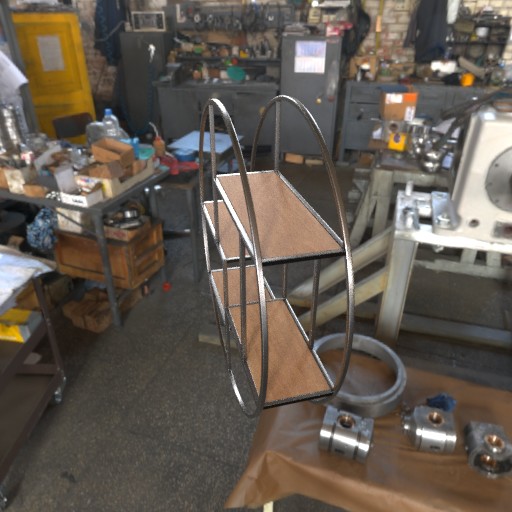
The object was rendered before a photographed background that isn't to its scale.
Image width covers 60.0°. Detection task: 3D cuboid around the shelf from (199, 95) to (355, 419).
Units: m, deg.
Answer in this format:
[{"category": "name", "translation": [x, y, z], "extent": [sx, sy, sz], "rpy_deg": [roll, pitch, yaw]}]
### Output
[{"category": "shelf", "translation": [0.000, 0.000, 1.316], "extent": [0.202, 0.888, 0.888], "rpy_deg": [-7, 31, -13]}]
